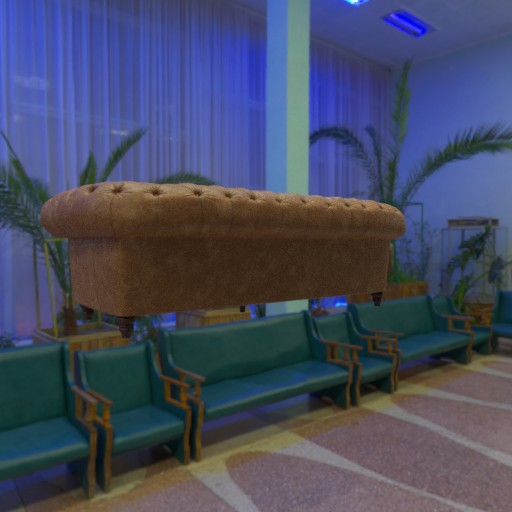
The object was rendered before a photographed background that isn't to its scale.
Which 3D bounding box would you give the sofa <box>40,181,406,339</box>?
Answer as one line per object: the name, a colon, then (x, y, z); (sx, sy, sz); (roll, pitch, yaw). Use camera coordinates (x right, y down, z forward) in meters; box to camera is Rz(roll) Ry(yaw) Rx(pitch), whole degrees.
sofa: (0.000, 0.000, 2.848); (2.365, 0.760, 0.989); (-1, 2, -36)
